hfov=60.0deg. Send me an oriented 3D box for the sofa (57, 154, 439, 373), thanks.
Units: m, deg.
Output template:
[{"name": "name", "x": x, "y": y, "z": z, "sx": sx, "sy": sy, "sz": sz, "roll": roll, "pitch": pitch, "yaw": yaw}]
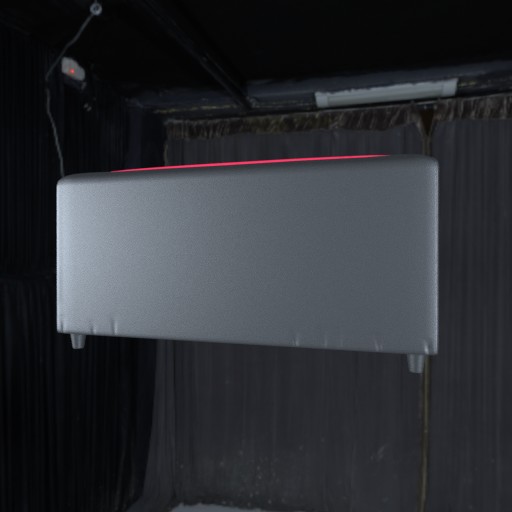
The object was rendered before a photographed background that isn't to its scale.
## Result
[{"name": "sofa", "x": 0.000, "y": 0.000, "z": 1.947, "sx": 1.410, "sy": 0.735, "sz": 0.845, "roll": 0, "pitch": 0, "yaw": 16}]
